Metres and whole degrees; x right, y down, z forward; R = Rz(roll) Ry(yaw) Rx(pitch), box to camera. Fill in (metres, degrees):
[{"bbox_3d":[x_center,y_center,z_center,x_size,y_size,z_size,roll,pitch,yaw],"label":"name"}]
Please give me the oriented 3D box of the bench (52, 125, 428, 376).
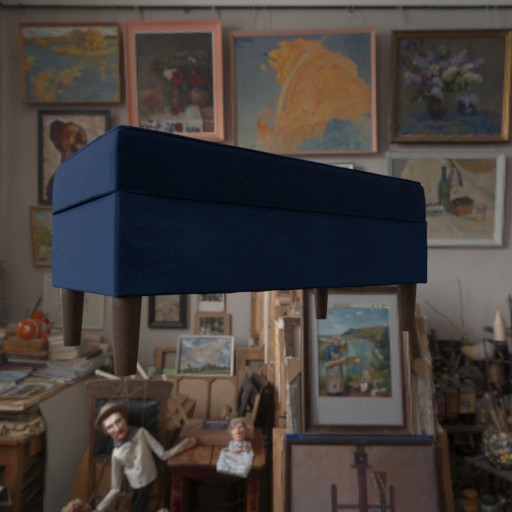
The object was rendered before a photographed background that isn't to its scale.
[{"bbox_3d":[0.000,0.000,1.280,1.010,0.467,0.489,1,-1,-37],"label":"bench"}]
